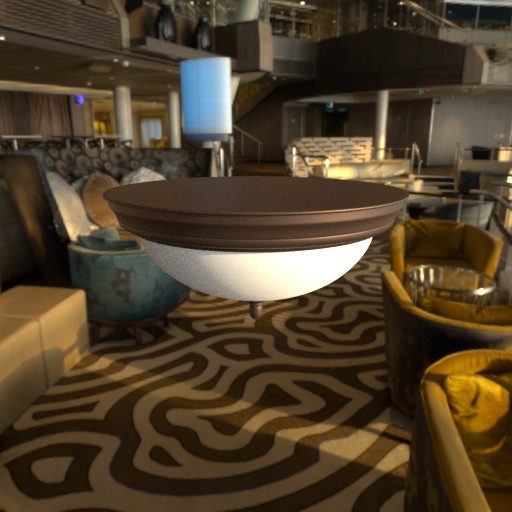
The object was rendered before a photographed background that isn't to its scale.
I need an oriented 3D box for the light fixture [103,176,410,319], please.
[{"bbox_3d":[0.000,0.000,0.442,0.280,0.135,0.280,0,15,0],"label":"light fixture"}]
